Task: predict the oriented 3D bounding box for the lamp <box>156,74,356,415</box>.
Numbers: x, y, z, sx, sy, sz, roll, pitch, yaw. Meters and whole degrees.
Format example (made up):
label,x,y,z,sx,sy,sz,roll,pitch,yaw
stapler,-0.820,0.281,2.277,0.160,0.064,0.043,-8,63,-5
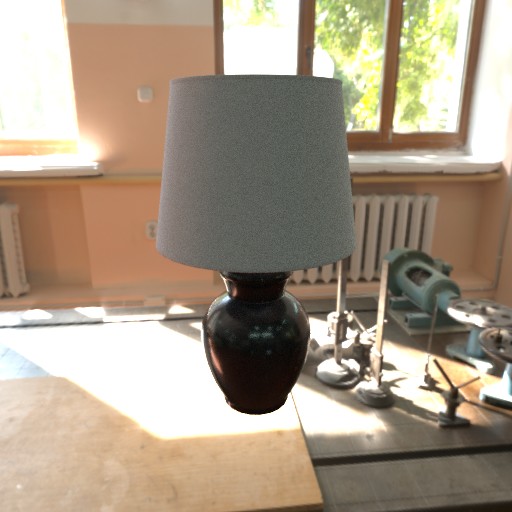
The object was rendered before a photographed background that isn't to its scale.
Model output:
label,x,y,z,sx,sy,sz,roll,pitch,yaw
lamp,0.000,0.000,0.547,0.239,0.399,0.239,0,17,0
